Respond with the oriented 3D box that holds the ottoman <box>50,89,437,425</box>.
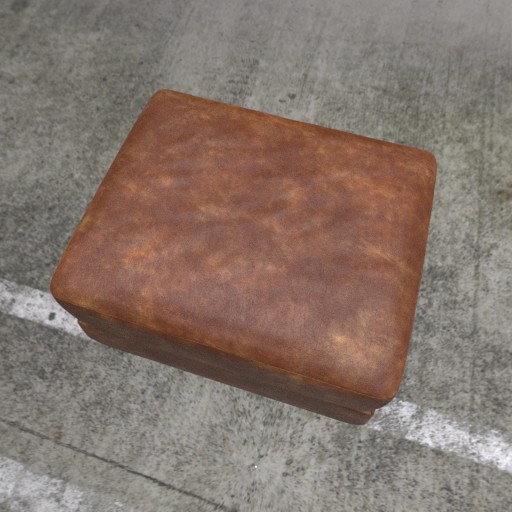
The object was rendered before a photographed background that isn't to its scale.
[{"bbox_3d":[0.000,0.000,1.117,0.751,0.476,0.603,16,66,7],"label":"ottoman"}]
